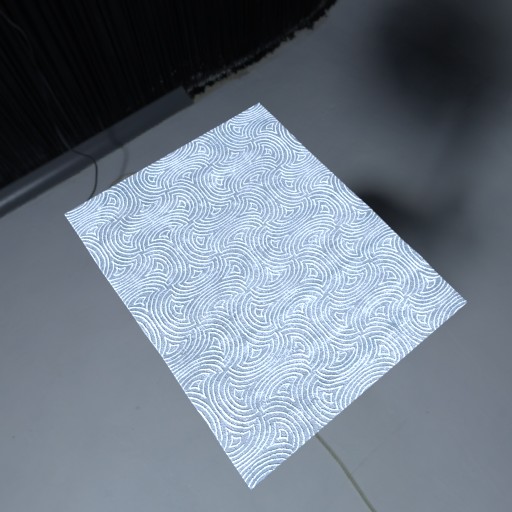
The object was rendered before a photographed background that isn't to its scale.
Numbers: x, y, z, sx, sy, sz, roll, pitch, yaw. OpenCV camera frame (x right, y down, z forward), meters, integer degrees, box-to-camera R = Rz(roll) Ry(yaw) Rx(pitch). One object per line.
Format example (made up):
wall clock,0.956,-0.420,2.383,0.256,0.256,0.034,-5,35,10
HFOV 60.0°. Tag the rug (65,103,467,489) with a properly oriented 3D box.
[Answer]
rug,0.000,0.000,4.177,2.456,0.021,3.042,-35,68,-16
